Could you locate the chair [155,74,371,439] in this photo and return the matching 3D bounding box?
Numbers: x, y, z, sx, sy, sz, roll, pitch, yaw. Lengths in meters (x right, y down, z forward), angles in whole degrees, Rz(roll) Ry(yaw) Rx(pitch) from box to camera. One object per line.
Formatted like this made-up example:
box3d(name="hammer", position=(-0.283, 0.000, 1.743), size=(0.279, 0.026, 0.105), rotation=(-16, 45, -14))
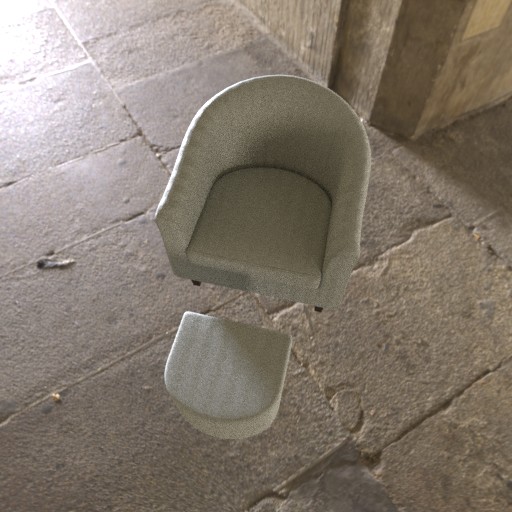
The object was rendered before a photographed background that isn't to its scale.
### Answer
box3d(name="chair", position=(0.000, 0.000, 1.757), size=(0.756, 0.757, 1.288), rotation=(11, 58, 7))
